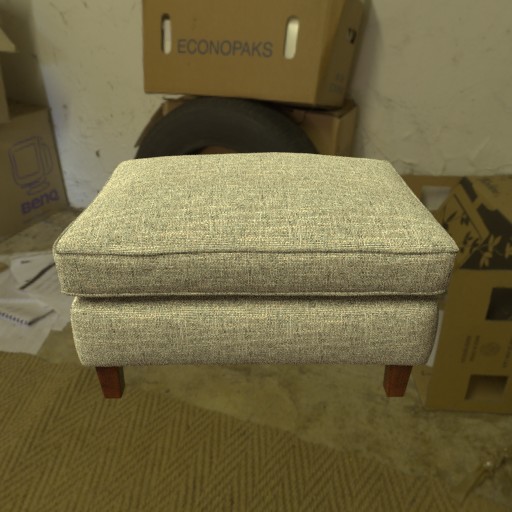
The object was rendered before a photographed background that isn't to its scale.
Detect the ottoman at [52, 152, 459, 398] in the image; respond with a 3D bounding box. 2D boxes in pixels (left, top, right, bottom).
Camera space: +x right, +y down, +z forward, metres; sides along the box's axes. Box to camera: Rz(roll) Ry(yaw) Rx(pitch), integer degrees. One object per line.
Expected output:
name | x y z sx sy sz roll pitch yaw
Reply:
ottoman | 0.000 0.000 0.984 0.686 0.406 0.508 0 30 0
